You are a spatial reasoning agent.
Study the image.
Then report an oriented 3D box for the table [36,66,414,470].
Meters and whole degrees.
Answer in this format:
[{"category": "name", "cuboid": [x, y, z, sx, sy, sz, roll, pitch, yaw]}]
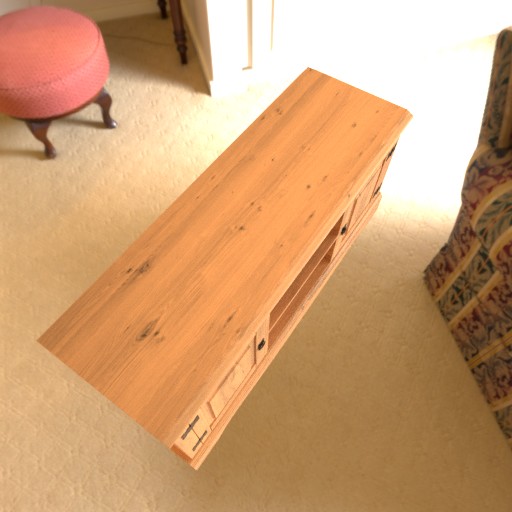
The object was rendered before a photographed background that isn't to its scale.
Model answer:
[{"category": "table", "cuboid": [0.000, 0.000, 1.434, 0.400, 0.510, 1.200, 31, 64, 17]}]
